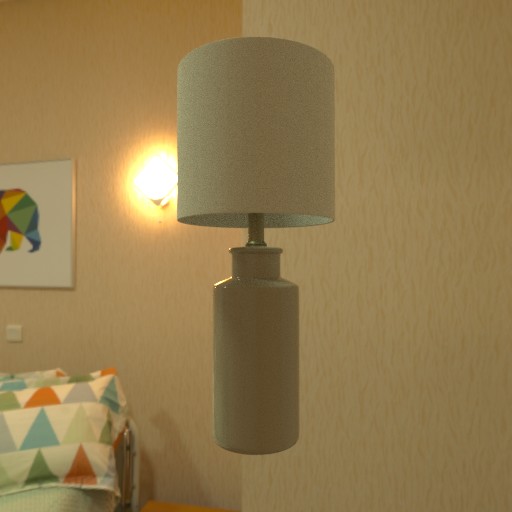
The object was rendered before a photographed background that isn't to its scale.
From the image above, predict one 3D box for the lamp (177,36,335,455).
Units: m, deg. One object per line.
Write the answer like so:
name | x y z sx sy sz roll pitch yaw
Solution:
lamp | 0.000 0.000 0.602 0.212 0.493 0.212 0 -1 -18
